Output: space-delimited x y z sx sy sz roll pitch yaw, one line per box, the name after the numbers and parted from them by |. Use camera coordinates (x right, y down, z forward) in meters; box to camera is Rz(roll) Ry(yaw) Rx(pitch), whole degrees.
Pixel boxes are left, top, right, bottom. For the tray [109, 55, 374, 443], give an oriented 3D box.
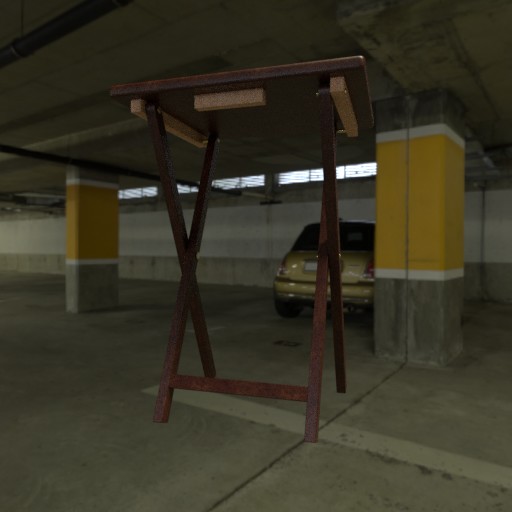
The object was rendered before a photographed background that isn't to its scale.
0.000 0.000 0.972 0.483 0.660 0.381 0 1 17 | tray
